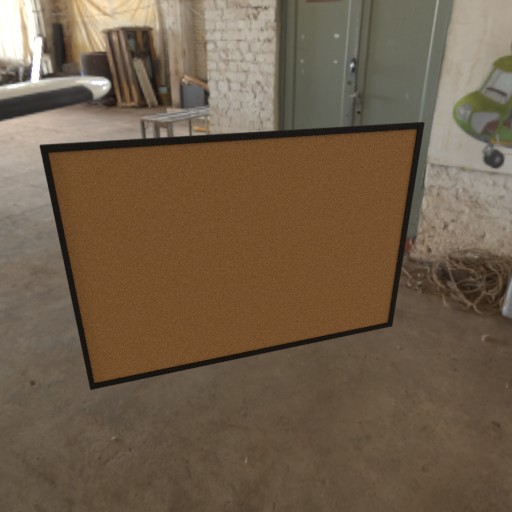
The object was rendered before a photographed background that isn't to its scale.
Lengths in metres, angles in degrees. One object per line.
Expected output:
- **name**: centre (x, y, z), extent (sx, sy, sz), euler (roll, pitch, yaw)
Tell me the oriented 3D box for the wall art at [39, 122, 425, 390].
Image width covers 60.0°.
- **wall art**: centre (0.000, 0.000, 1.217), extent (0.963, 0.665, 0.013), euler (-8, 27, -17)
